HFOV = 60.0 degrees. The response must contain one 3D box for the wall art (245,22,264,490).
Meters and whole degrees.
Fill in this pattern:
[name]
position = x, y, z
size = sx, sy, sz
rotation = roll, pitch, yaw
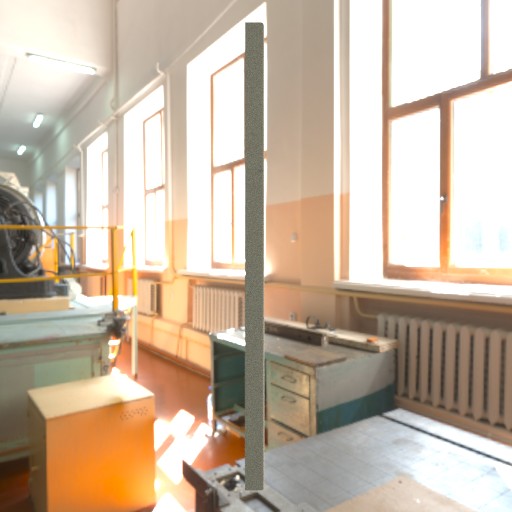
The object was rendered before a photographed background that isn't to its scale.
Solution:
[wall art]
position = 0.000, 0.000, 1.167
size = 0.038, 0.912, 0.607
rotation = 0, 0, 0
